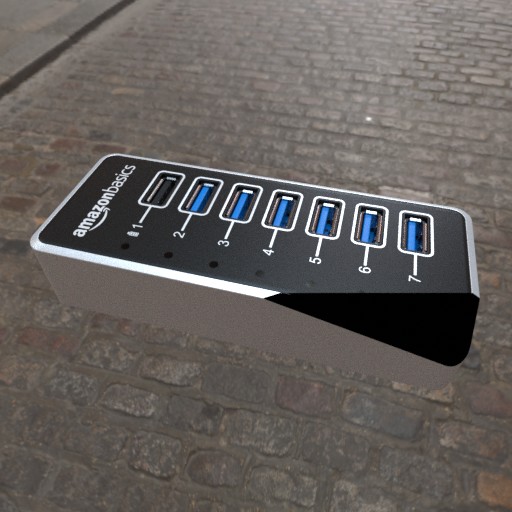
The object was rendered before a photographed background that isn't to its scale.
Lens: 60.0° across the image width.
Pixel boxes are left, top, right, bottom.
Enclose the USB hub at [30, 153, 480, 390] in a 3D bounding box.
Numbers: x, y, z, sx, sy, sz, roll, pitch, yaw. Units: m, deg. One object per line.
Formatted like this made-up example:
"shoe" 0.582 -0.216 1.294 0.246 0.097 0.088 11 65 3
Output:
"USB hub" 0.000 0.000 0.124 0.110 0.023 0.044 11 48 10
